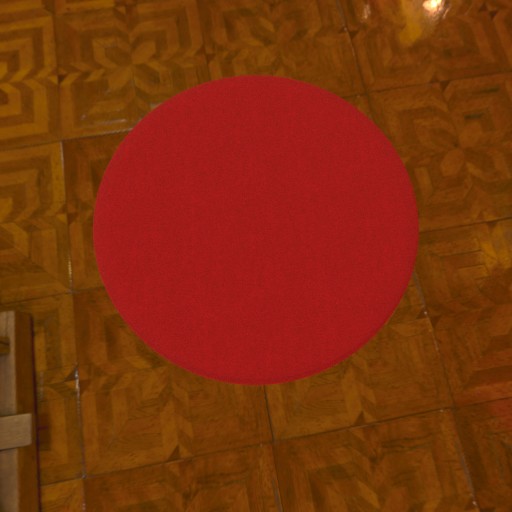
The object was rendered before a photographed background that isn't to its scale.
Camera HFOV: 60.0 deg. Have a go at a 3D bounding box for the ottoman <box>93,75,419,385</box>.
[{"bbox_3d":[0.000,0.000,0.723,0.400,0.406,0.400,0,75,0],"label":"ottoman"}]
